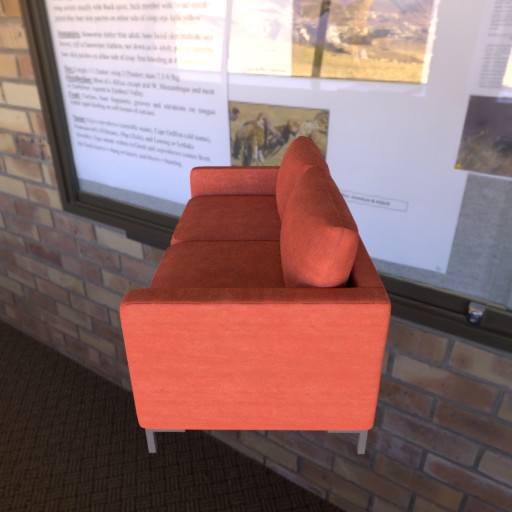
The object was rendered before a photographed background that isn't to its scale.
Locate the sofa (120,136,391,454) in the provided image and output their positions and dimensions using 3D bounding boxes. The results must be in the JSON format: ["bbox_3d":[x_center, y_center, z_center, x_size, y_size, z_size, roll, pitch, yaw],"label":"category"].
[{"bbox_3d":[0.000,0.000,2.130,0.864,0.896,1.574,0,27,1],"label":"sofa"}]
